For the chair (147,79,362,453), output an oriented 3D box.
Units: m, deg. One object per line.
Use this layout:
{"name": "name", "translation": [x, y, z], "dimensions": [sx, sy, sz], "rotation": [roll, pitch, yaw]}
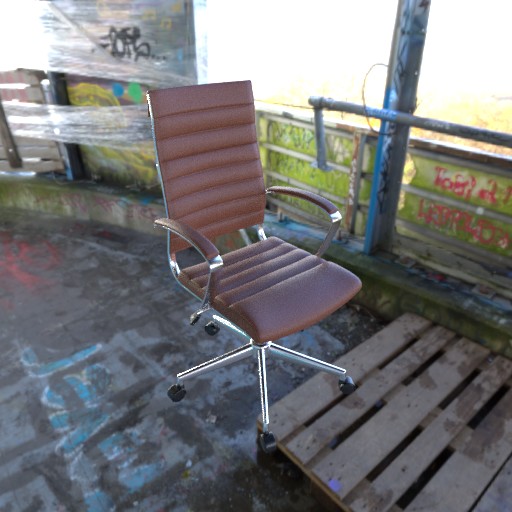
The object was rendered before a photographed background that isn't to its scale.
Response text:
{"name": "chair", "translation": [0.000, 0.000, 1.669], "dimensions": [0.766, 1.149, 0.739], "rotation": [-21, 35, -33]}
